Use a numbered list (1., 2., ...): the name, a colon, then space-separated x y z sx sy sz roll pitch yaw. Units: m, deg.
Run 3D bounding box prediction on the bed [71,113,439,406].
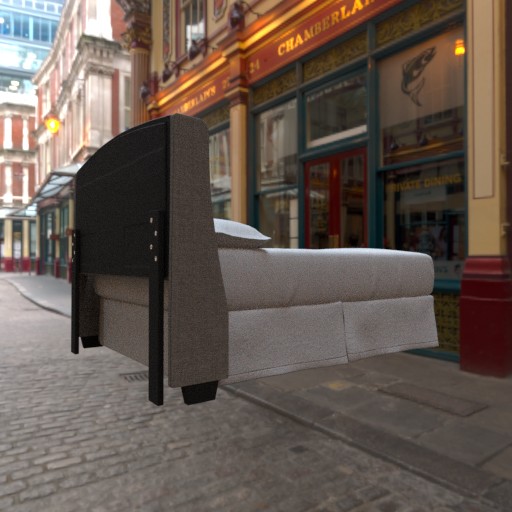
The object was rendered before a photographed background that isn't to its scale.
1. bed: 0.000 0.000 3.303 2.237 1.407 1.710 1 -1 -36
